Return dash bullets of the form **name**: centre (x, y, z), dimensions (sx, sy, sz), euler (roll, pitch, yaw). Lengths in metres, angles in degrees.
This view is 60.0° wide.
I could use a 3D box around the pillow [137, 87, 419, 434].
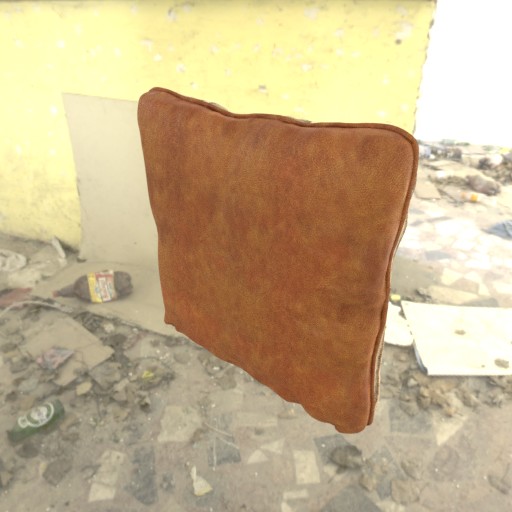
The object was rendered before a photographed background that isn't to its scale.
- **pillow**: centre (0.000, 0.000, 0.732), dimensions (0.489, 0.490, 0.130), euler (23, 36, 35)
